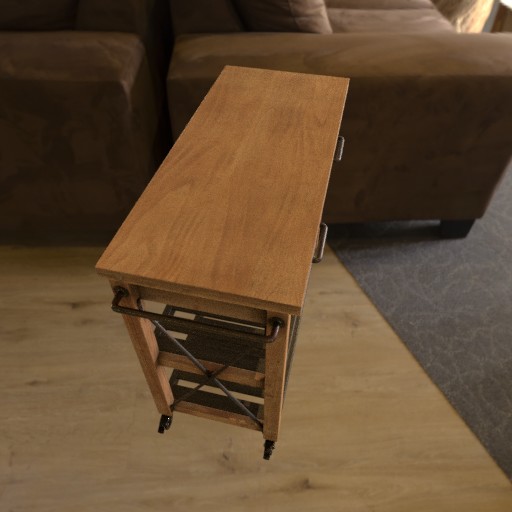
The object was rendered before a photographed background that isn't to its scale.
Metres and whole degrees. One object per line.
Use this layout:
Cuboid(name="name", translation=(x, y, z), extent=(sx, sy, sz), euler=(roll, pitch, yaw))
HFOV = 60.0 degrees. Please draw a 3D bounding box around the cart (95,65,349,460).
Cuboid(name="cart", translation=(0.000, 0.000, 0.995), extent=(0.298, 0.554, 0.686), euler=(10, 48, 9))
